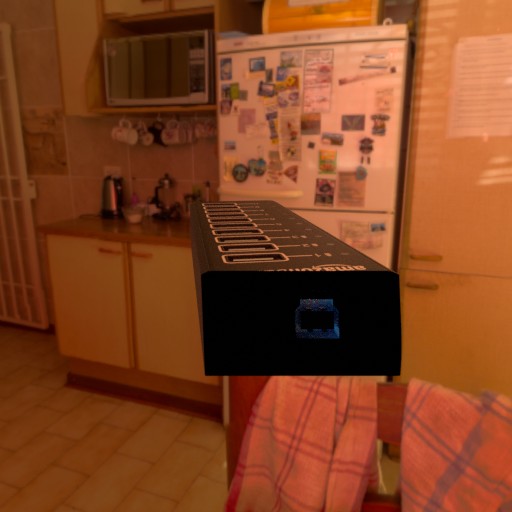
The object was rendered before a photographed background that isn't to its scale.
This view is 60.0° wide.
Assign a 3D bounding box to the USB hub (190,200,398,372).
[{"bbox_3d":[0.000,0.000,0.161,0.044,0.023,0.145,-2,14,-9],"label":"USB hub"}]
